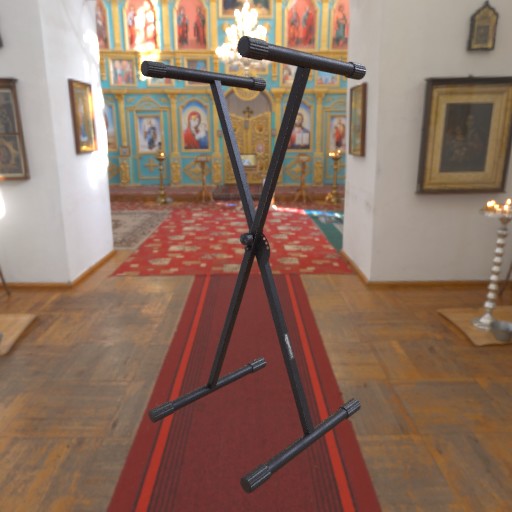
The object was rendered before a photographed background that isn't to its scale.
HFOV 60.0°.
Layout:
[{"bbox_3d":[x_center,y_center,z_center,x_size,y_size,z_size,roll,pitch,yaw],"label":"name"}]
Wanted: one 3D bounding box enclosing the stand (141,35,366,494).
[{"bbox_3d":[0.000,0.000,1.154,0.409,0.940,0.449,13,19,43],"label":"stand"}]
